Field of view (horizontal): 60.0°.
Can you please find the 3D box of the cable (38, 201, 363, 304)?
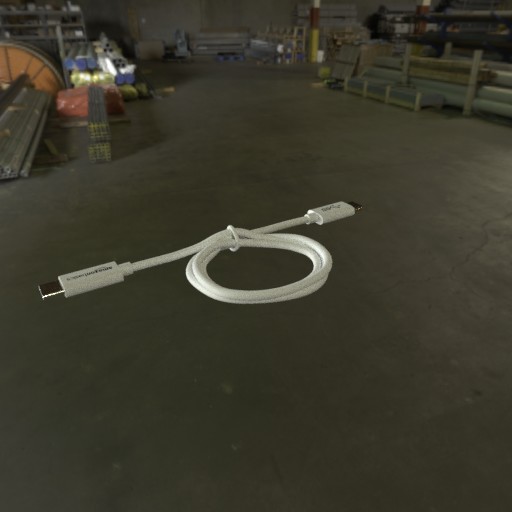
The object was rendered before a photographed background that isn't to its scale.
[{"bbox_3d":[0.000,0.000,0.214,0.186,0.014,0.070,-17,33,-28],"label":"cable"}]
